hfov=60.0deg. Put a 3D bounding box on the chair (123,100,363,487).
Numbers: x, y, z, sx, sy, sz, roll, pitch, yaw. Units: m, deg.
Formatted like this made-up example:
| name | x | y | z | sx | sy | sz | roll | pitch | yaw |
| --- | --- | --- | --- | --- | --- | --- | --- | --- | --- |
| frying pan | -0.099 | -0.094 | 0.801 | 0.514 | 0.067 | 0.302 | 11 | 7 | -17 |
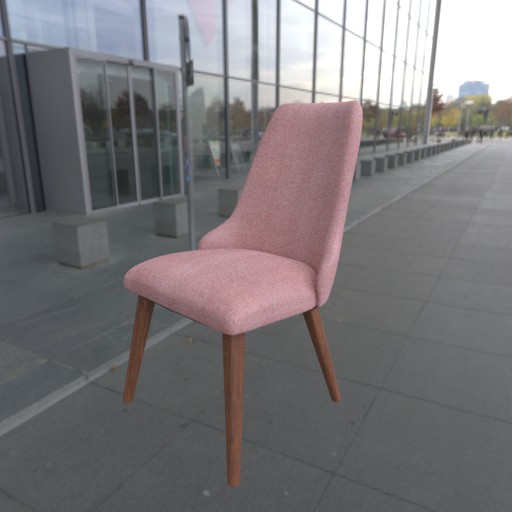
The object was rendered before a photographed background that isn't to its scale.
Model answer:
| name | x | y | z | sx | sy | sz | roll | pitch | yaw |
| --- | --- | --- | --- | --- | --- | --- | --- | --- | --- |
| chair | 0.000 | 0.000 | 1.357 | 0.535 | 0.918 | 0.707 | 15 | 22 | 43 |
